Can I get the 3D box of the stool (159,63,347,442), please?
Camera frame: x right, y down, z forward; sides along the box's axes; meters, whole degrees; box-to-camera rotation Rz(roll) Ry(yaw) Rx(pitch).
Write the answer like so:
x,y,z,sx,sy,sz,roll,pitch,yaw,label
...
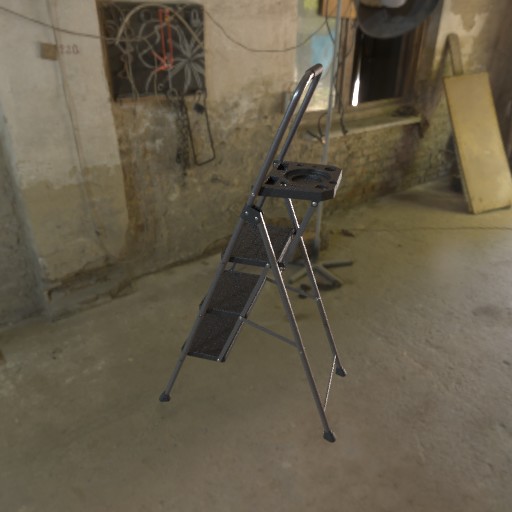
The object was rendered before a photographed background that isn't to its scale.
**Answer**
x,y,z,sx,sy,sz,roll,pitch,yaw,label
0.000,0.000,1.599,0.733,1.277,0.396,8,30,14,stool
